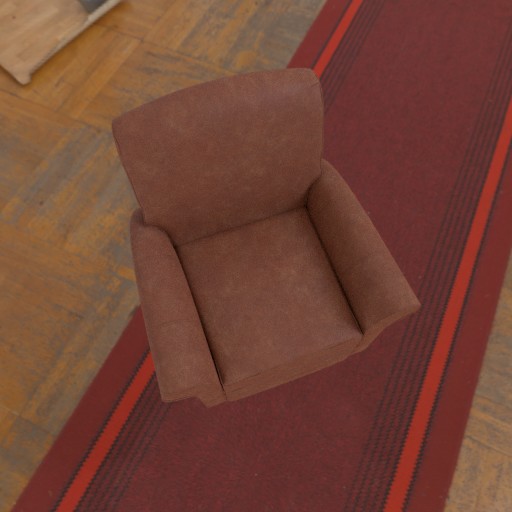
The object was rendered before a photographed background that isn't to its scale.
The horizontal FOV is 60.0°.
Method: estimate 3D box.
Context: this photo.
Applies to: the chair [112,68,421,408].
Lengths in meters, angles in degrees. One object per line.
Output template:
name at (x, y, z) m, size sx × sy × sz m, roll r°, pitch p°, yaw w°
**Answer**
chair at (0.000, 0.000, 1.793) m, size 0.978 × 1.061 × 0.902 m, roll -18°, pitch 65°, yaw -9°
